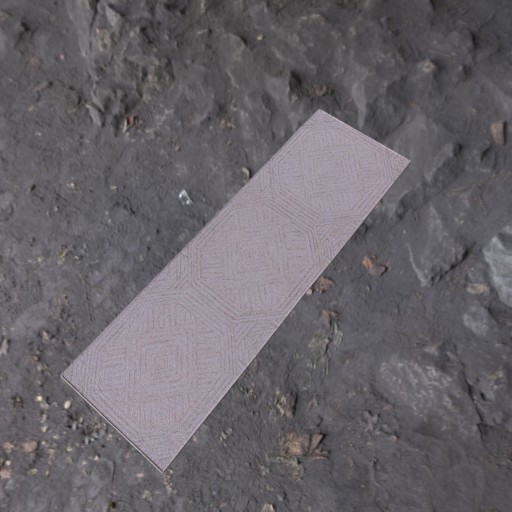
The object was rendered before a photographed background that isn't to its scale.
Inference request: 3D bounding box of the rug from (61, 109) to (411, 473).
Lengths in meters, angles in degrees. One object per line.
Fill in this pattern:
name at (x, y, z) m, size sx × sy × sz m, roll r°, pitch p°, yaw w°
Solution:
rug at (0.000, 0.000, 2.720) m, size 0.775 × 0.012 × 2.452 m, roll 36°, pitch 69°, yaw 16°
